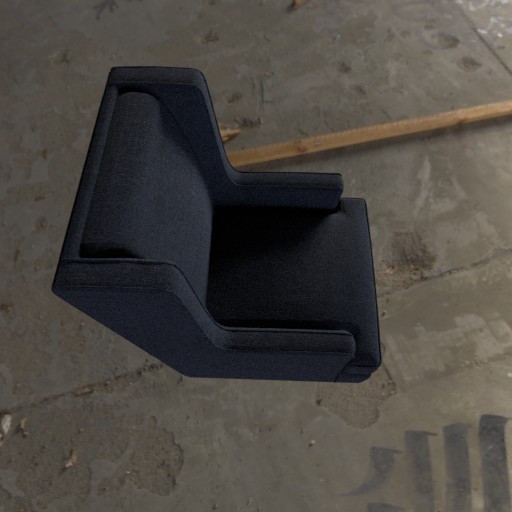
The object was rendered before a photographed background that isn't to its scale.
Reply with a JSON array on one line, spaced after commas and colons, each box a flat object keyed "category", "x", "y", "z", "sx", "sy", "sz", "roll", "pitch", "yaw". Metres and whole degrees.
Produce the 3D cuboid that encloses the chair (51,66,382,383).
[{"category": "chair", "x": 0.000, "y": 0.000, "z": 1.664, "sx": 0.947, "sy": 1.072, "sz": 0.764, "roll": 2, "pitch": 63, "yaw": 1}]
